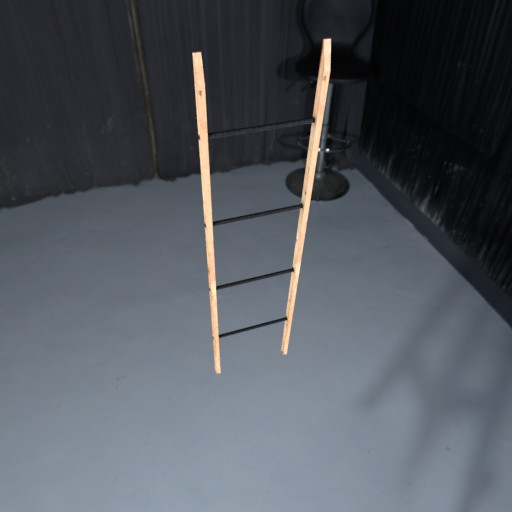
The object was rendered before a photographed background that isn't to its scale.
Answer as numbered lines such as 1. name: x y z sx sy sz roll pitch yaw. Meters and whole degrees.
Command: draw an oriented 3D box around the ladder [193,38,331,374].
1. ladder: 0.000 0.000 1.974 0.442 1.805 0.200 -13 43 -14
